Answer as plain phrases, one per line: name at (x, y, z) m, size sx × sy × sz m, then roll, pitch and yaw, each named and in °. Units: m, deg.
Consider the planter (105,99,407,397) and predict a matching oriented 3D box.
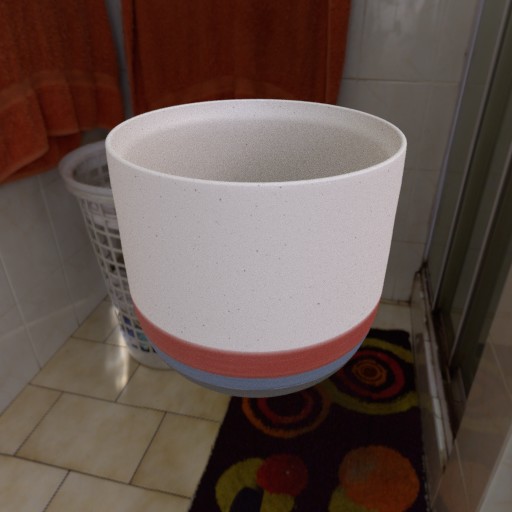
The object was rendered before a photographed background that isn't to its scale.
planter at (0.000, 0.000, 0.475) m, size 0.268 × 0.270 × 0.268 m, roll 0°, pitch 31°, yaw 0°
